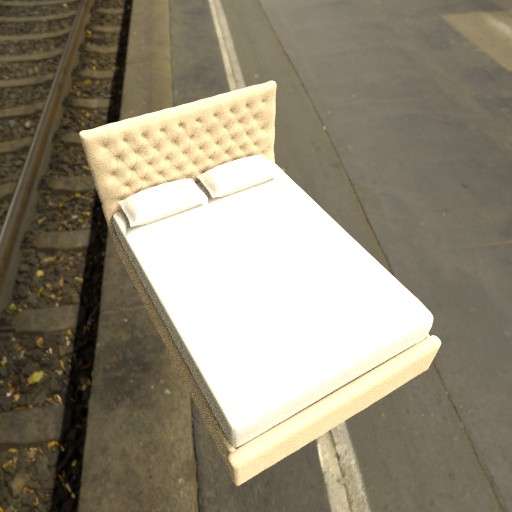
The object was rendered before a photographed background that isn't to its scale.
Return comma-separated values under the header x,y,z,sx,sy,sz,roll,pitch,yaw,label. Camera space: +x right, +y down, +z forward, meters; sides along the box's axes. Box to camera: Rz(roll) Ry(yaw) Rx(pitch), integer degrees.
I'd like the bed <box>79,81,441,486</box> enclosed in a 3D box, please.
x,y,z,sx,sy,sz,roll,pitch,yaw,label
0.000,0.000,3.361,1.698,1.427,2.387,-23,51,-20,bed
